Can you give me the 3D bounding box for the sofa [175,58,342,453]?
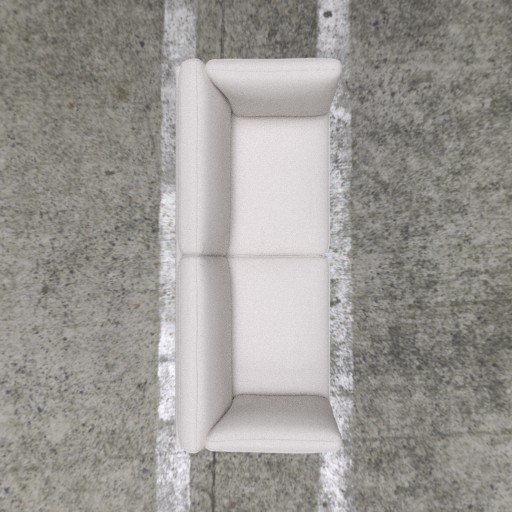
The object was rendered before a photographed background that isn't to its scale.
[{"bbox_3d":[0.000,0.000,2.787,0.957,0.863,2.301,0,90,0],"label":"sofa"}]
